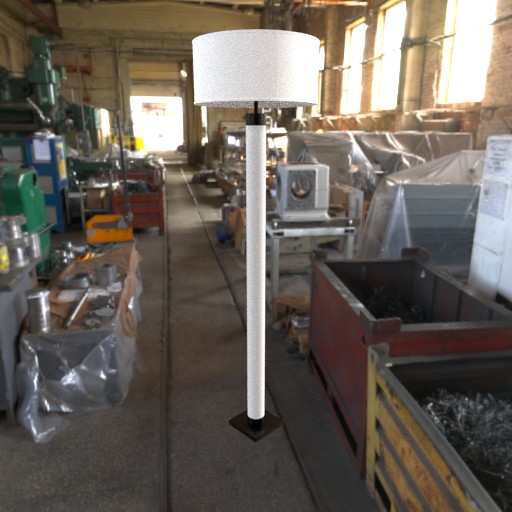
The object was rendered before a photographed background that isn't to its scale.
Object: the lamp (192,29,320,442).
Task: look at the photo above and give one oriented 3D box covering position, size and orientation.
[{"bbox_3d":[0.000,0.000,1.660,0.420,1.475,0.420,-15,22,-42],"label":"lamp"}]
